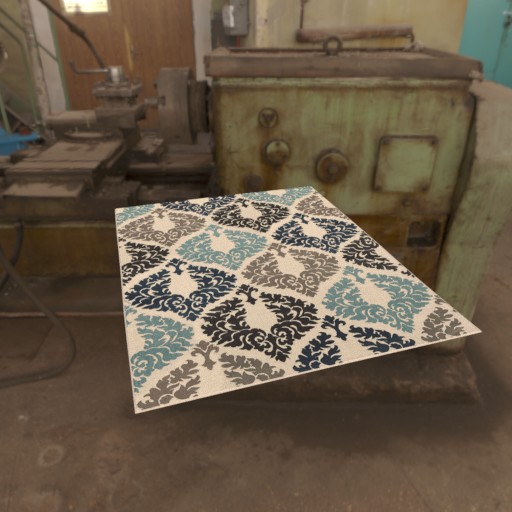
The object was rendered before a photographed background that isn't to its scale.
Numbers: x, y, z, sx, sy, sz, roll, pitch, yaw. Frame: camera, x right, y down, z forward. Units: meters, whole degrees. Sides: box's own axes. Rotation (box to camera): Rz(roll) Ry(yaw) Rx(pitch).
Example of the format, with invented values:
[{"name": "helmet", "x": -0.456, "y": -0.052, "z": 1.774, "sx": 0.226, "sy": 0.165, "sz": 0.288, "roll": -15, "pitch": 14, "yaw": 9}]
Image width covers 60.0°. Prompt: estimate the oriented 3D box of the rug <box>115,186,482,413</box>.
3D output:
[{"name": "rug", "x": 0.000, "y": 0.000, "z": 4.097, "sx": 2.423, "sy": 0.014, "sz": 3.040, "roll": -9, "pitch": 31, "yaw": -15}]
